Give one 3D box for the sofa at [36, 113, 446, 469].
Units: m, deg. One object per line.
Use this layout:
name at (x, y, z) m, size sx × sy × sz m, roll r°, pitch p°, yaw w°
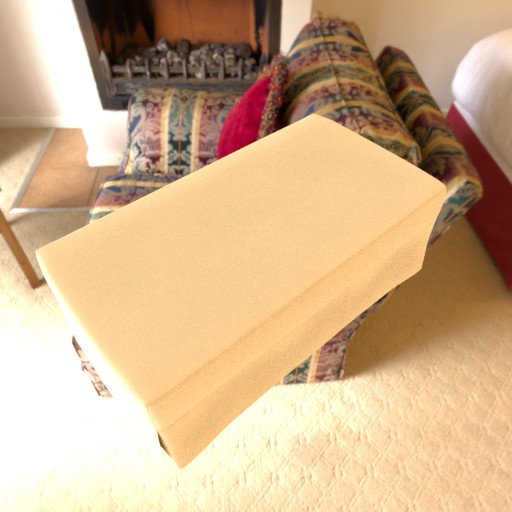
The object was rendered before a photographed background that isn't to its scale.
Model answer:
sofa at (0.000, 0.000, 2.087) m, size 1.677 × 0.552 × 0.939 m, roll -33°, pitch 56°, yaw -26°
